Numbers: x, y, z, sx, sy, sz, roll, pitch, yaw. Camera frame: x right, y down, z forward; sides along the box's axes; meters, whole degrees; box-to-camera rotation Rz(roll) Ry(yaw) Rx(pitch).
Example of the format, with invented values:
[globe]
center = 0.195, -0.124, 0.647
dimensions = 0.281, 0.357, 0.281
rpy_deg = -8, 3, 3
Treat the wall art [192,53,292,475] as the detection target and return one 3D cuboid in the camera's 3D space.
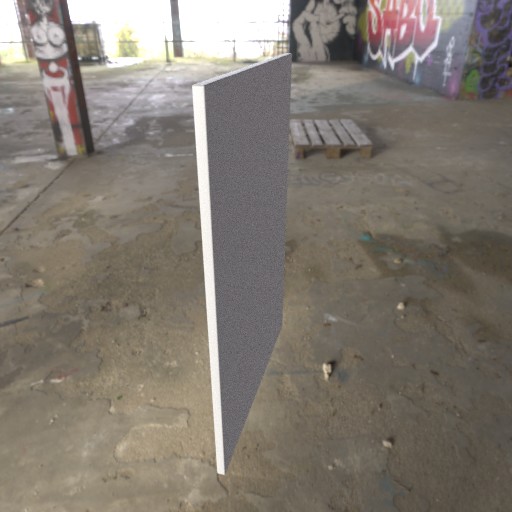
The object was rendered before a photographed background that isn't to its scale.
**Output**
[wall art]
center = 0.000, 0.000, 0.605
dimensions = 0.011, 0.482, 0.329
rpy_deg = 8, 30, 14
